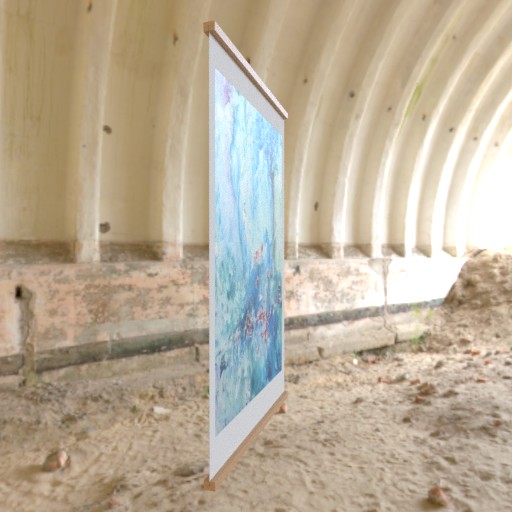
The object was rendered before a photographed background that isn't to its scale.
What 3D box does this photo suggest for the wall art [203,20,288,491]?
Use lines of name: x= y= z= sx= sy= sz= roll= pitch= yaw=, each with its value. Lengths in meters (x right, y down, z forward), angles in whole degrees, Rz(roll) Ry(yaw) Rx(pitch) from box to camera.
wall art: x=0.000 y=0.000 z=1.899 sx=0.040 sy=1.510 sz=0.991 roll=0 pitch=0 yaw=18
